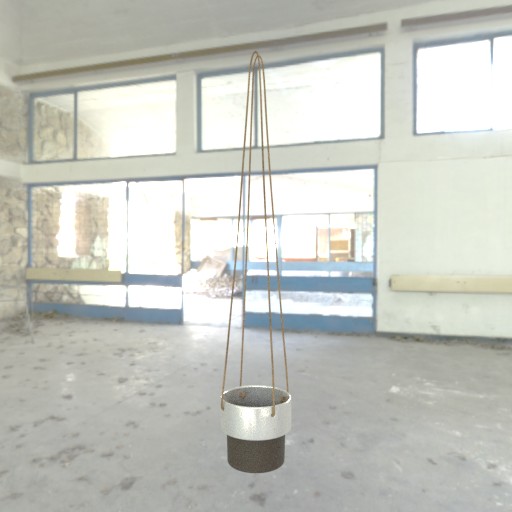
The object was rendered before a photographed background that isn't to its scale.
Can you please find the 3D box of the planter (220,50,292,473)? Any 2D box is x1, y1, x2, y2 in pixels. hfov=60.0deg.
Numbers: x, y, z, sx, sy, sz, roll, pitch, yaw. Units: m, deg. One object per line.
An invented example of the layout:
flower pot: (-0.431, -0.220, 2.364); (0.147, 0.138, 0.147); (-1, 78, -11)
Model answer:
planter: (0.000, 0.000, 1.167); (0.187, 1.073, 0.187); (0, 0, 18)
